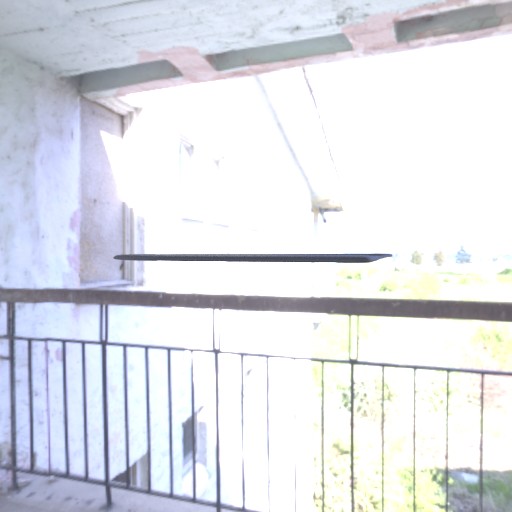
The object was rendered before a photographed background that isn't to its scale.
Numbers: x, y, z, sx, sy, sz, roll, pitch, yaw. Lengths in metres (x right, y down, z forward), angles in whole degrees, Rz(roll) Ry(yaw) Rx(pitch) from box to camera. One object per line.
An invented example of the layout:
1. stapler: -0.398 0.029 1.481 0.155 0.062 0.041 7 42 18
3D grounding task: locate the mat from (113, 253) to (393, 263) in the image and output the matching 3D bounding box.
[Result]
1. mat: 0.000 0.000 1.624 0.917 0.016 1.220 0 1 19
